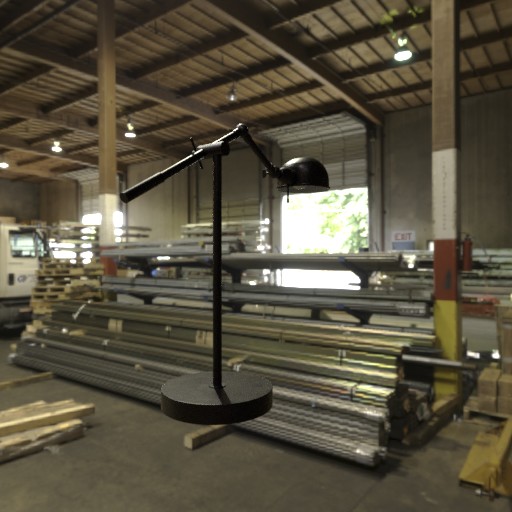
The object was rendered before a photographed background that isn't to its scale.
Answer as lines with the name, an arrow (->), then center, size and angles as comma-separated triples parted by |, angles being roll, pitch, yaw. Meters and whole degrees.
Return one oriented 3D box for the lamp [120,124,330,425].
lamp -> 0.000, 0.000, 0.830 | 0.185, 0.495, 0.567 | 0, 0, 36
